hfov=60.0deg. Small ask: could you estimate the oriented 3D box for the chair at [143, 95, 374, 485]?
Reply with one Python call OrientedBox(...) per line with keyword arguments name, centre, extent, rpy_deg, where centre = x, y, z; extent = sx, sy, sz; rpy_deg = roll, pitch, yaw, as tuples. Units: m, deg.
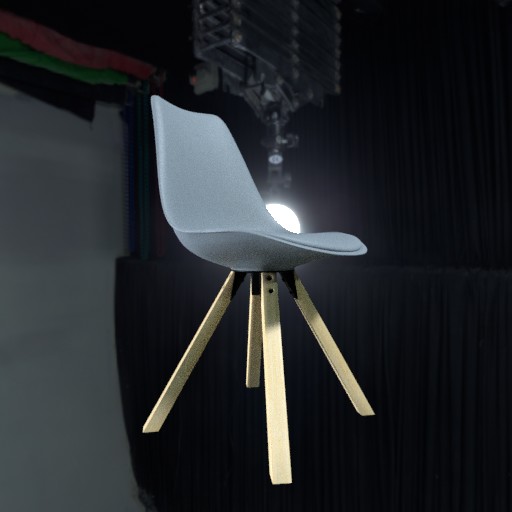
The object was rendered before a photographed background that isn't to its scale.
OrientedBox(name="chair", centre=(0.000, 0.000, 1.138), extent=(0.549, 0.850, 0.485), rpy_deg=(1, 2, 37))
